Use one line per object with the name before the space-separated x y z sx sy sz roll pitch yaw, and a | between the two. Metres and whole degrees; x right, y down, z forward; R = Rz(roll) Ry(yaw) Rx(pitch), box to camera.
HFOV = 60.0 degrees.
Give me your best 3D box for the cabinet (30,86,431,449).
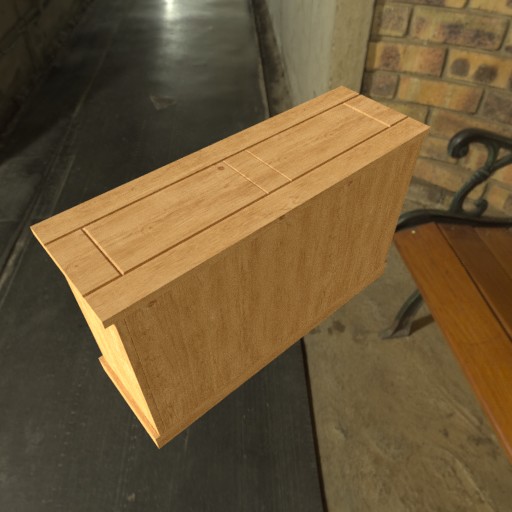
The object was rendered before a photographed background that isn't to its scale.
cabinet | 0.000 0.000 1.736 1.321 0.810 0.432 -32 54 -27
